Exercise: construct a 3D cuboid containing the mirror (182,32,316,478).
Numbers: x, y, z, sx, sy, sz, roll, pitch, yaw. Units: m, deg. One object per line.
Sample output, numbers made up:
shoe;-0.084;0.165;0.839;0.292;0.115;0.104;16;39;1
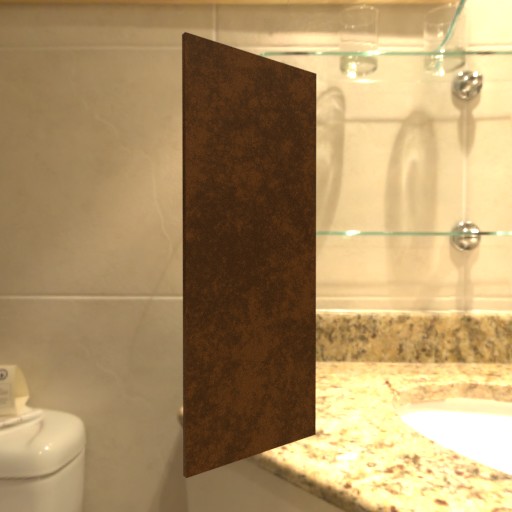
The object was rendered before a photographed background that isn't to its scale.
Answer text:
mirror;0.000;0.000;2.268;0.812;2.031;0.032;-1;1;-36
